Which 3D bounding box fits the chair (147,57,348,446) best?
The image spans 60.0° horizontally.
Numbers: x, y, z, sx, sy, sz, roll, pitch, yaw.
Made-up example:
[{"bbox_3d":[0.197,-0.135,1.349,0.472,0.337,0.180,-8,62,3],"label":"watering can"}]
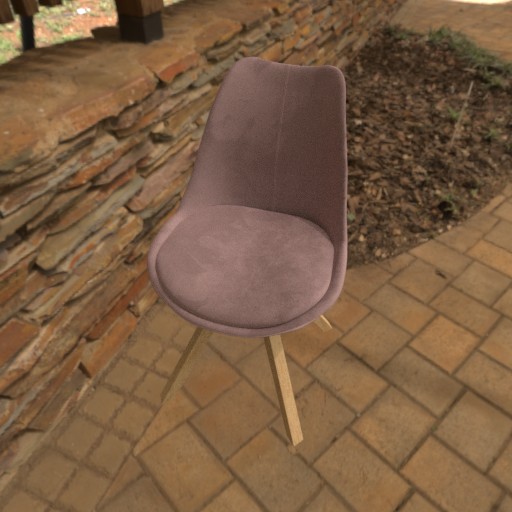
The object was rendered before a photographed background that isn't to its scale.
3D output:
[{"bbox_3d":[0.000,0.000,1.179,0.485,0.850,0.550,12,42,14],"label":"chair"}]
